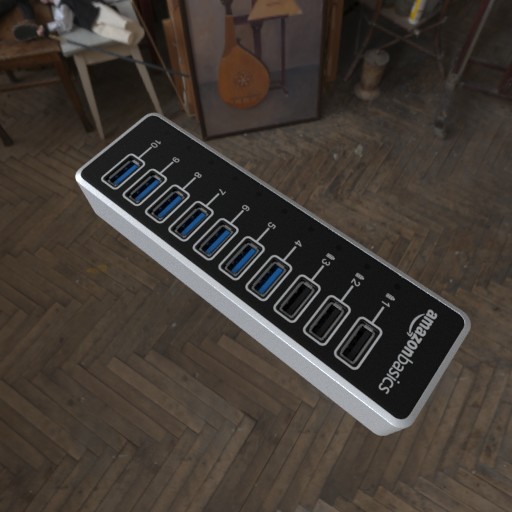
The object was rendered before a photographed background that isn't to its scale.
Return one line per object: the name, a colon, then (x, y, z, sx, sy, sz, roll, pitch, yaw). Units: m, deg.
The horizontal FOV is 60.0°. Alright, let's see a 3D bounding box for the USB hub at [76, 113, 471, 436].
USB hub: (0.000, 0.000, 0.164, 0.145, 0.023, 0.044, 36, 68, 17)
